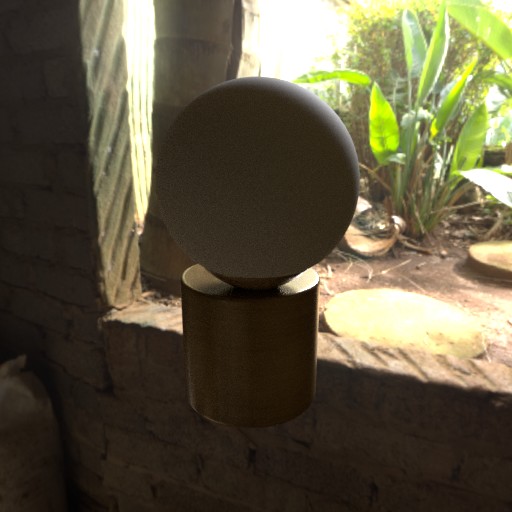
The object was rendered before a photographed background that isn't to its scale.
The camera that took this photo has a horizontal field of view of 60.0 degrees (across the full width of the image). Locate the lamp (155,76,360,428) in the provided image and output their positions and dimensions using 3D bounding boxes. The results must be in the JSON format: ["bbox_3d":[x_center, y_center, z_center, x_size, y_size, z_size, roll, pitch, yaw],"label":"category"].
[{"bbox_3d":[0.000,0.000,0.334,0.141,0.250,0.152,-3,16,-12],"label":"lamp"}]
